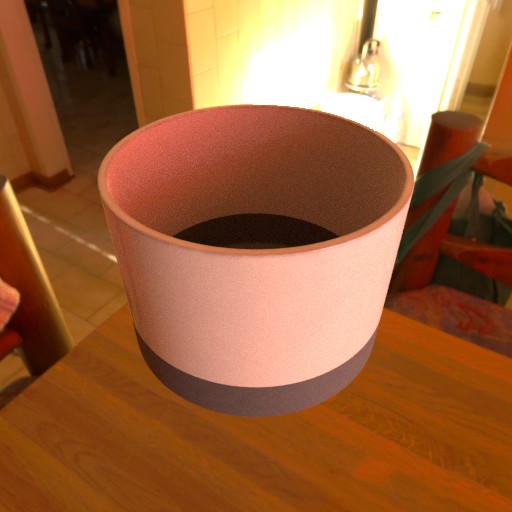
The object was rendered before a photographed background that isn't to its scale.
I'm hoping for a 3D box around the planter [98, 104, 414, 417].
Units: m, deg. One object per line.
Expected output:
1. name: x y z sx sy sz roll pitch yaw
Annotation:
1. planter: 0.000 0.000 0.219 0.128 0.105 0.128 0 39 0
